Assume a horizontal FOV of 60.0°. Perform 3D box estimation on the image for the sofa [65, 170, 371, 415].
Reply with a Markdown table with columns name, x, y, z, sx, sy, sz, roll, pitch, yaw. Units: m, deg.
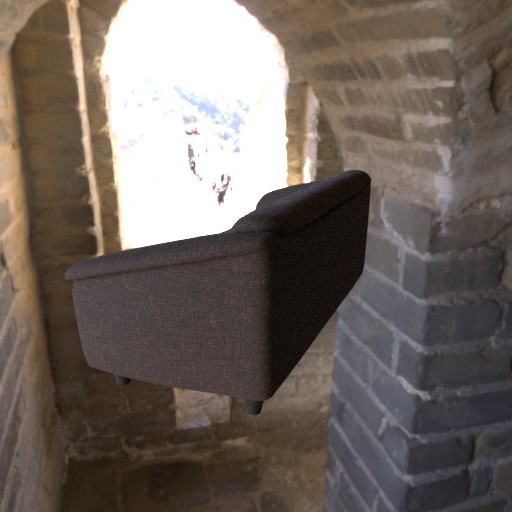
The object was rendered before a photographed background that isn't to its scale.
| name | x | y | z | sx | sy | sz | roll | pitch | yaw |
| --- | --- | --- | --- | --- | --- | --- | --- | --- | --- |
| sofa | 0.000 | 0.000 | 2.333 | 0.887 | 0.790 | 1.849 | 8 | 20 | 24 |
